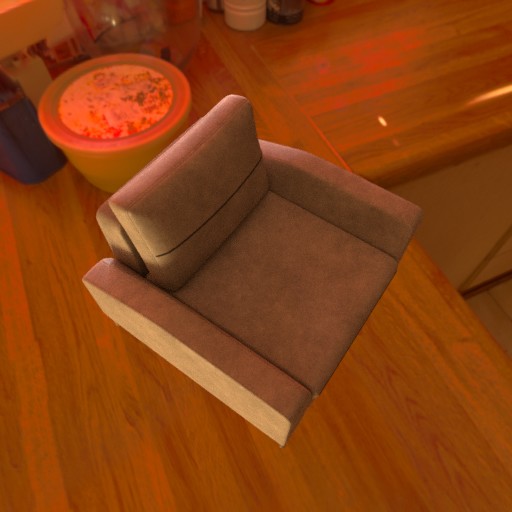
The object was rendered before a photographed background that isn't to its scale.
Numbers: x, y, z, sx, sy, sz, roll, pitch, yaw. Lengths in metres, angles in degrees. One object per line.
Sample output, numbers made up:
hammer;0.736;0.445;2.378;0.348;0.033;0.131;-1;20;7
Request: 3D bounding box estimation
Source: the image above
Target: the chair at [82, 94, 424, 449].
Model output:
chair;0.000;0.000;1.629;0.900;0.800;0.900;31;63;18
